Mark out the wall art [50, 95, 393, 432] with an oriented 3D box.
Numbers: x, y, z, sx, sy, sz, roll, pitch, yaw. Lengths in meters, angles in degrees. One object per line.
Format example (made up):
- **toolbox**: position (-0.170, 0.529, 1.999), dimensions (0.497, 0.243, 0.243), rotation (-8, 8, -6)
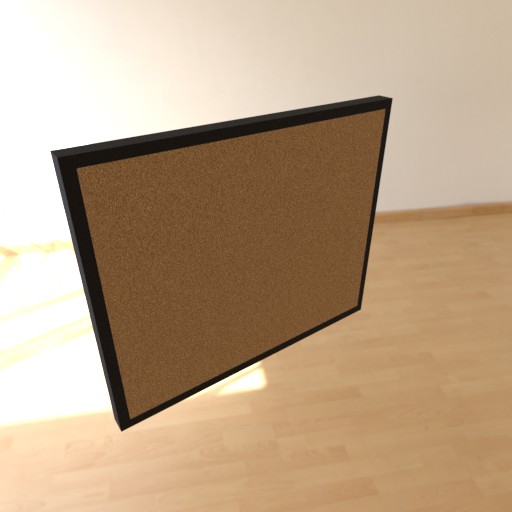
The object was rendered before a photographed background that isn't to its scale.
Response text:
- **wall art**: position (0.000, 0.000, 0.748), dimensions (0.554, 0.454, 0.030), rotation (-20, 36, -30)
